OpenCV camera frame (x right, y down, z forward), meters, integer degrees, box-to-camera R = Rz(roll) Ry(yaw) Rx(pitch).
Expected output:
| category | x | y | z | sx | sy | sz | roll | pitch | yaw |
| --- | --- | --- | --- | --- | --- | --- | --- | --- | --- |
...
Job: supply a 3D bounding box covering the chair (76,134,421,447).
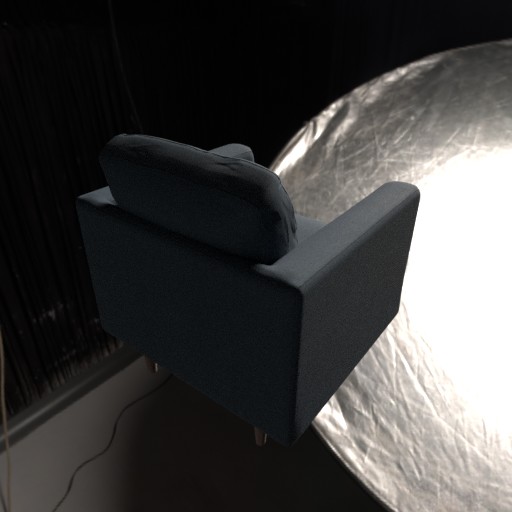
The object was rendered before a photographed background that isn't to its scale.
| category | x | y | z | sx | sy | sz | roll | pitch | yaw |
| --- | --- | --- | --- | --- | --- | --- | --- | --- | --- |
| chair | 0.000 | 0.000 | 1.569 | 0.855 | 0.922 | 0.820 | 21 | 37 | 31 |
